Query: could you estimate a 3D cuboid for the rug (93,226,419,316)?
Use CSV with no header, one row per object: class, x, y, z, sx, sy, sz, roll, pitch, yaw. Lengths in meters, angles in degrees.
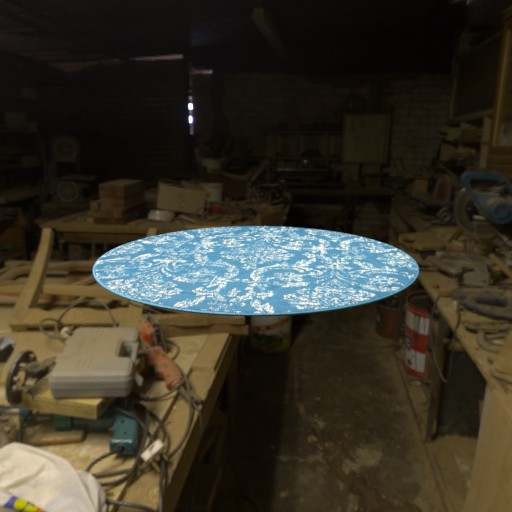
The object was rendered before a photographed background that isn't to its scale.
rug,0.000,0.000,2.293,1.593,0.012,1.593,0,15,0
